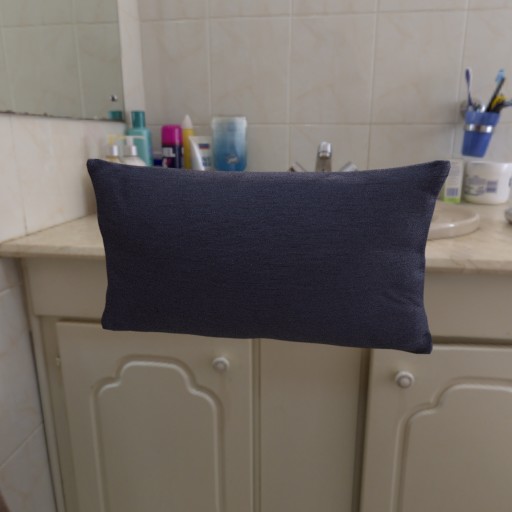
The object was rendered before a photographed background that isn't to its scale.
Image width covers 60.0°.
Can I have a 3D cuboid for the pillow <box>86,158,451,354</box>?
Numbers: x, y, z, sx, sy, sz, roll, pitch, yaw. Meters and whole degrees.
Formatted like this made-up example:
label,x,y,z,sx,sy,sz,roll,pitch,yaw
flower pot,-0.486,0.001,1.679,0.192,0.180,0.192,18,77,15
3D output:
label,x,y,z,sx,sy,sz,roll,pitch,yaw
pillow,0.000,0.000,0.792,0.633,0.338,0.210,2,14,10
